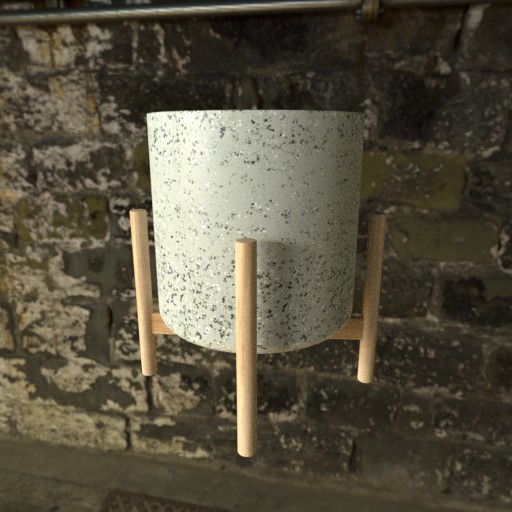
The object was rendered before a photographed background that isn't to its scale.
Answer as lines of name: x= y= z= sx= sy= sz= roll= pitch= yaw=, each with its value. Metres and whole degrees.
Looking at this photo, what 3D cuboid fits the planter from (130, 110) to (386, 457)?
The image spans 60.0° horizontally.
planter: x=0.000 y=0.000 z=0.689 sx=0.360 sy=0.419 sz=0.360 roll=8 pitch=18 yaw=25
